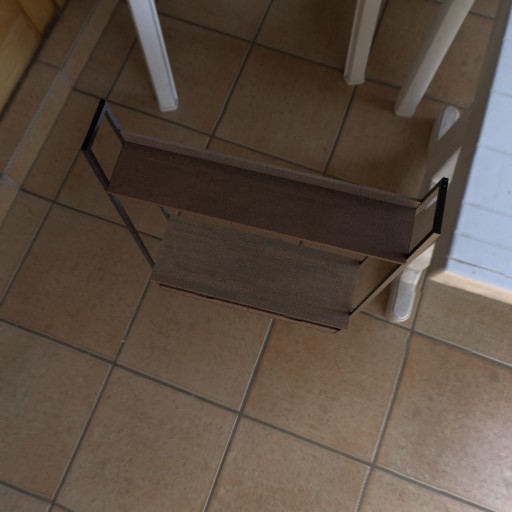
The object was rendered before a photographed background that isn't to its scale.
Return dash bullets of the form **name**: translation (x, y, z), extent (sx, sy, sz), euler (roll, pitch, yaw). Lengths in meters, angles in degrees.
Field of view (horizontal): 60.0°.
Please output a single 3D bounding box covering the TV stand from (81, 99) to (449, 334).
- **TV stand**: translation (0.000, 0.000, 2.348), extent (1.250, 1.772, 0.432), euler (14, 76, 4)
